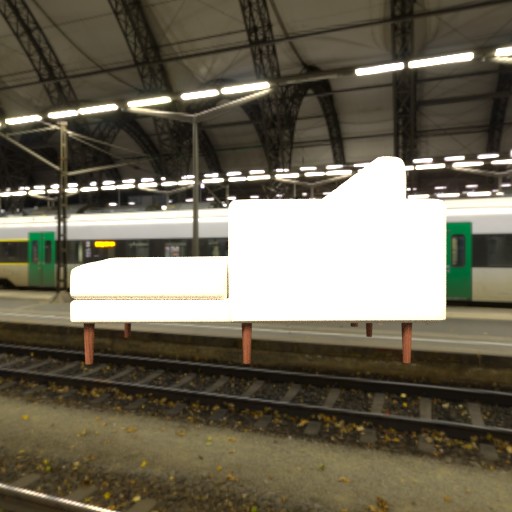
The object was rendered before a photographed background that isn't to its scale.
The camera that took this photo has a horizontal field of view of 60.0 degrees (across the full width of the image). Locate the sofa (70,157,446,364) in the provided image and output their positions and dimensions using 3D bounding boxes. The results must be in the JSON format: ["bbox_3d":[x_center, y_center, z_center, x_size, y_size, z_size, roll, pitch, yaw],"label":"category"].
[{"bbox_3d":[0.000,0.000,2.838,1.580,0.899,2.029,0,0,-1],"label":"sofa"}]
